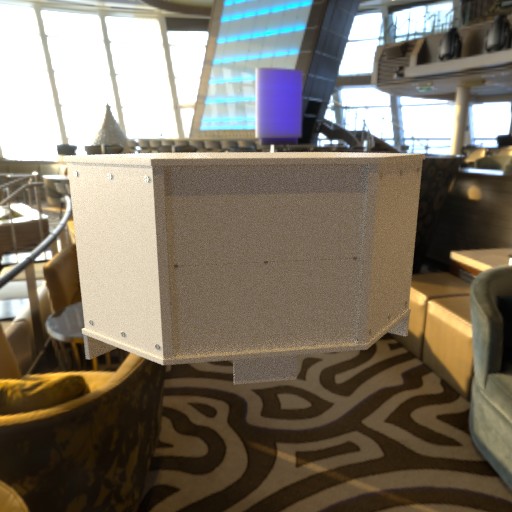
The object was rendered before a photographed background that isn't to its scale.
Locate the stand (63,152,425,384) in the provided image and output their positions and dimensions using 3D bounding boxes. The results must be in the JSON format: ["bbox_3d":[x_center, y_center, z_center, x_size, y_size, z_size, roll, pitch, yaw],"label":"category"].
[{"bbox_3d":[0.000,0.000,1.377,1.072,0.614,0.477,-2,15,-9],"label":"stand"}]
